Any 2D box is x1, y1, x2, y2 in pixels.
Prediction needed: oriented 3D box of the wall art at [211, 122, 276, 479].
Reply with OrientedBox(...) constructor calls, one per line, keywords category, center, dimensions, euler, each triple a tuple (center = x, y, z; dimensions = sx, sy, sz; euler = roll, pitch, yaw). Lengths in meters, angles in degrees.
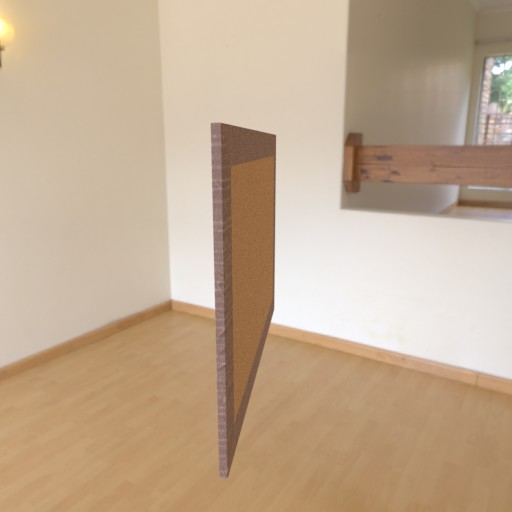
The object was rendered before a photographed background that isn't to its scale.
OrientedBox(category="wall art", center=(0.000, 0.000, 1.402), dimensions=(0.020, 0.761, 1.056), euler=(2, 14, 8))
